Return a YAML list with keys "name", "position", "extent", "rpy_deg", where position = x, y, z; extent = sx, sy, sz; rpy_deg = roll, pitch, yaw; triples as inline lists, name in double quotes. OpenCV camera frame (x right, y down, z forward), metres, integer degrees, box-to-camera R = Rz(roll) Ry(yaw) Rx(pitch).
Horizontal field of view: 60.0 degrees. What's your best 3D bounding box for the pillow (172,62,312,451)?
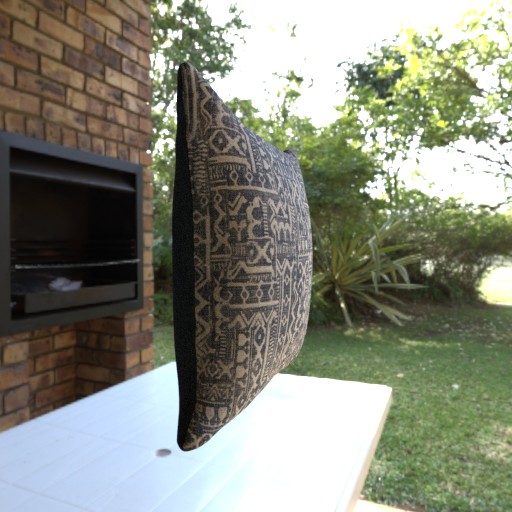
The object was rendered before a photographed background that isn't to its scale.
- name: "pillow"
  position: [0.000, 0.000, 0.795]
  extent: [0.180, 0.487, 0.546]
  rpy_deg: [0, 1, 19]
